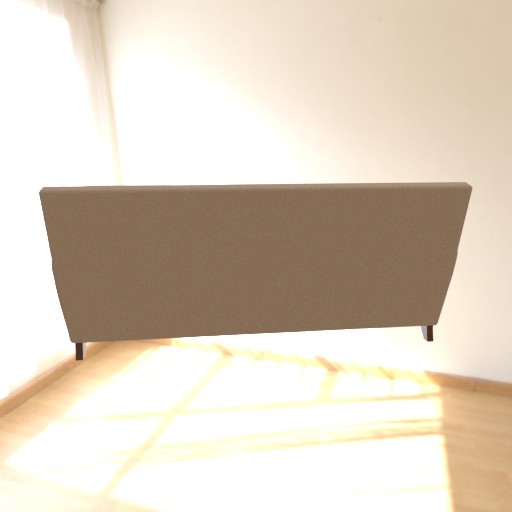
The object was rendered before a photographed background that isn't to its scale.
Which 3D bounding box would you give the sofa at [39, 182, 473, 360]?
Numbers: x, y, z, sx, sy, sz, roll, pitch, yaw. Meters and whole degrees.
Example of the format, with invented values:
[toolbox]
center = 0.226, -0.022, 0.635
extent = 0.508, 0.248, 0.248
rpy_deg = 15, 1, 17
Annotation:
[sofa]
center = 0.000, 0.000, 2.440
extent = 2.000, 0.846, 0.875
rpy_deg = -2, 14, -7
